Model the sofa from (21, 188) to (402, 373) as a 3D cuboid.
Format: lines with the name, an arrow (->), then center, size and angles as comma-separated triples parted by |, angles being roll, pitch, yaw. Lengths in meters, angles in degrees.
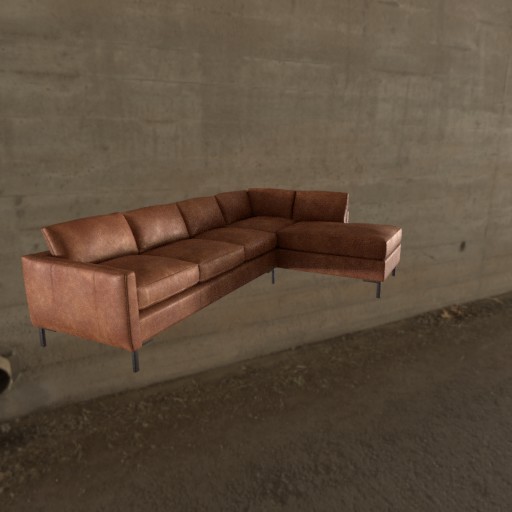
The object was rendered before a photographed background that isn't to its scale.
sofa -> 0.000, 0.000, 3.785 | 1.938, 0.877, 2.984 | 7, 16, 26
